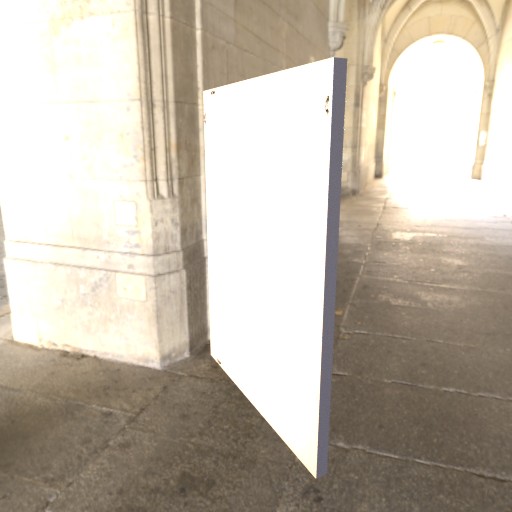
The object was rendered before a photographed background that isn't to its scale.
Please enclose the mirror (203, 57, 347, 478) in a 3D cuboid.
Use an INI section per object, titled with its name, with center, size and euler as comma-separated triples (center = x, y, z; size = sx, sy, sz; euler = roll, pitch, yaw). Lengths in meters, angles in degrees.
[mirror]
center = 0.000, 0.000, 1.360
size = 0.040, 1.016, 0.762
euler = -7, 17, -26
